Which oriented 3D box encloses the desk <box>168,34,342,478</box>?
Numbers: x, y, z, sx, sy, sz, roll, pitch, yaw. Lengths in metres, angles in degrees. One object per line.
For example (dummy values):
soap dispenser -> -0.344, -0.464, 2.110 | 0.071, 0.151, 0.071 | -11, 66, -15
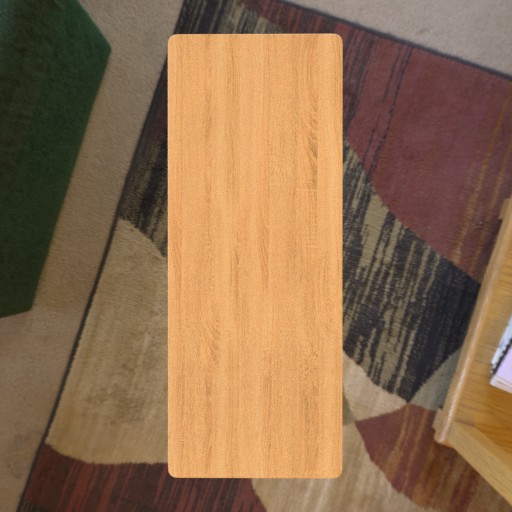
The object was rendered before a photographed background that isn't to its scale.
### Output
desk -> 0.000, 0.000, 1.776 | 0.550, 0.760, 1.400 | 0, 90, 0
